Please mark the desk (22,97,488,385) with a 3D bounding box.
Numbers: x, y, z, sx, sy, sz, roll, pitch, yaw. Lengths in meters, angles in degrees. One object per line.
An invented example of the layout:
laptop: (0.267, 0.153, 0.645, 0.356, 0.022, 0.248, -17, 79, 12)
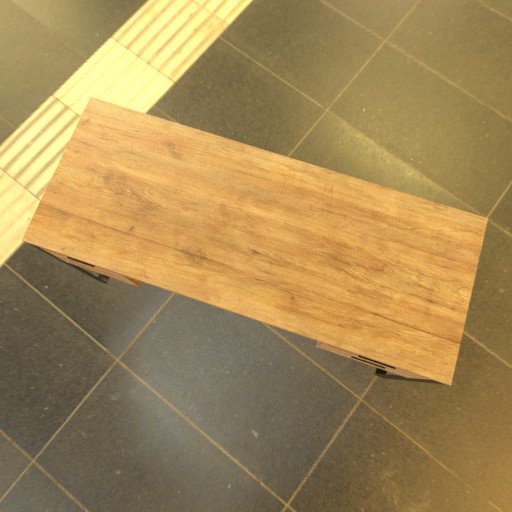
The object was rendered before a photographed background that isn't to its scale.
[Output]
desk: (0.000, 0.000, 1.917, 1.520, 0.760, 0.600, 18, 77, 4)
